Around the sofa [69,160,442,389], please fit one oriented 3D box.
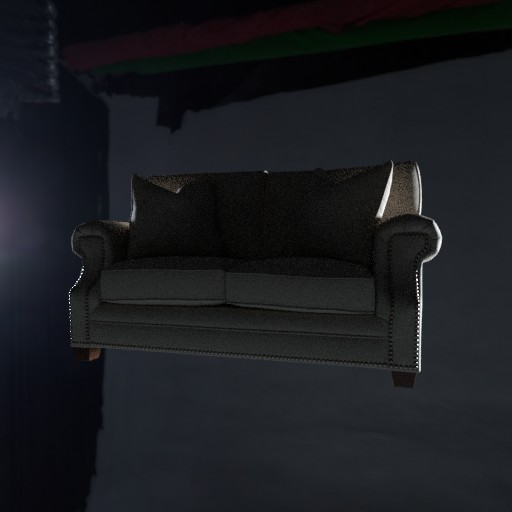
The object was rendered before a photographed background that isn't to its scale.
[{"bbox_3d":[0.000,0.000,2.275,1.701,0.966,0.966,0,1,17],"label":"sofa"}]
